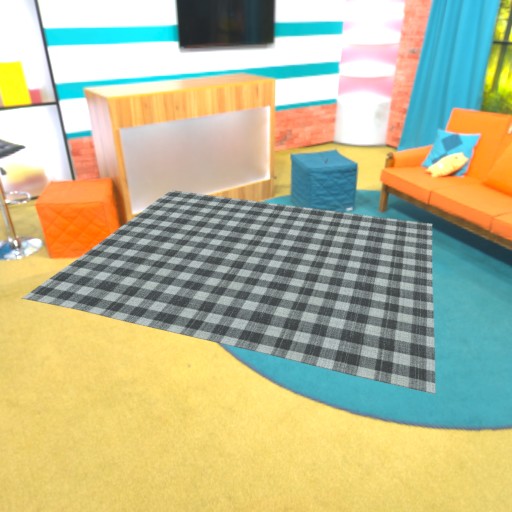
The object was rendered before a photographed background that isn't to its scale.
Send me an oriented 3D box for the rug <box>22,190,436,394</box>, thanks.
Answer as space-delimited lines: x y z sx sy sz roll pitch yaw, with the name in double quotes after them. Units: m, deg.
0.000 0.000 3.993 3.021 0.013 2.432 9 31 16 "rug"
